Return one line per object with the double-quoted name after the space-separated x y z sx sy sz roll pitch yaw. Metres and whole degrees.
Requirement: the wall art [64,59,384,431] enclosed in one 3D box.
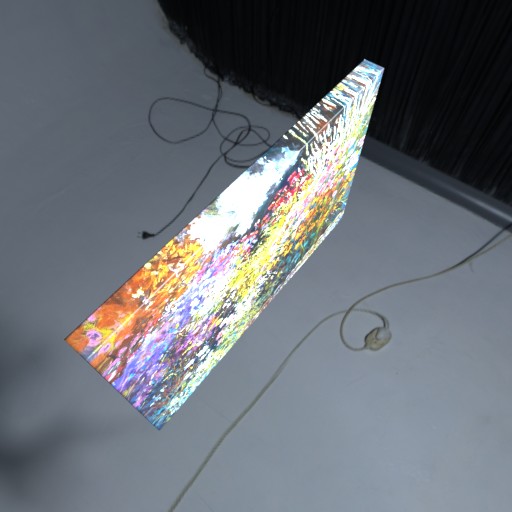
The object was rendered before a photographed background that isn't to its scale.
0.000 0.000 0.763 0.037 0.406 0.610 34 65 19 "wall art"
